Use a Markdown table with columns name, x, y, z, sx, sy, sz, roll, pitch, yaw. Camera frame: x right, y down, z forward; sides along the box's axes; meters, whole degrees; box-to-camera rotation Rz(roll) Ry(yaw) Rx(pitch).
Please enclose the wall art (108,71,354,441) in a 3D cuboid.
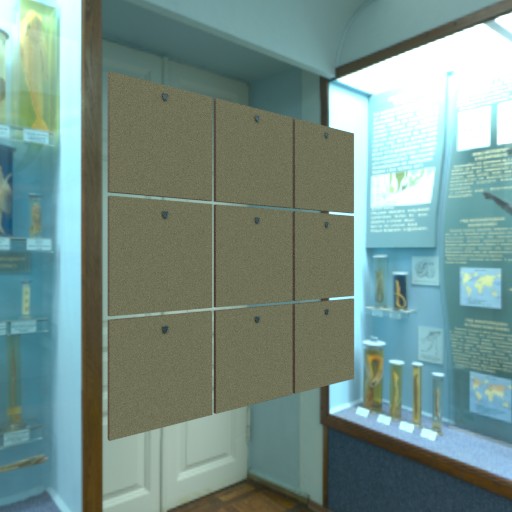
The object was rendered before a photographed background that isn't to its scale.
| name | x | y | z | sx | sy | sz | roll | pitch | yaw |
| --- | --- | --- | --- | --- | --- | --- | --- | --- | --- |
| wall art | 0.000 | 0.000 | 1.360 | 0.906 | 0.904 | 0.018 | 0 | 0 | -37 |
